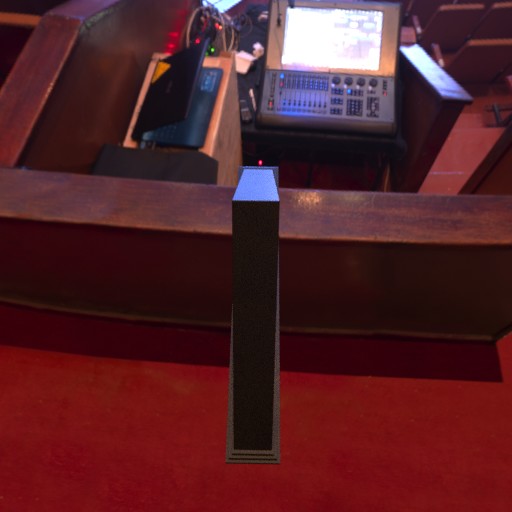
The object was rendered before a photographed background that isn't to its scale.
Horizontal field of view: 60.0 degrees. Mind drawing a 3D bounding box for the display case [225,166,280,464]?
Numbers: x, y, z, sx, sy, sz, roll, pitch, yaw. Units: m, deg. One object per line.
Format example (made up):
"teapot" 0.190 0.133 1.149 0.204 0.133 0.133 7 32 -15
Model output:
"display case" 0.000 0.000 0.763 0.095 0.340 0.640 1 63 0
